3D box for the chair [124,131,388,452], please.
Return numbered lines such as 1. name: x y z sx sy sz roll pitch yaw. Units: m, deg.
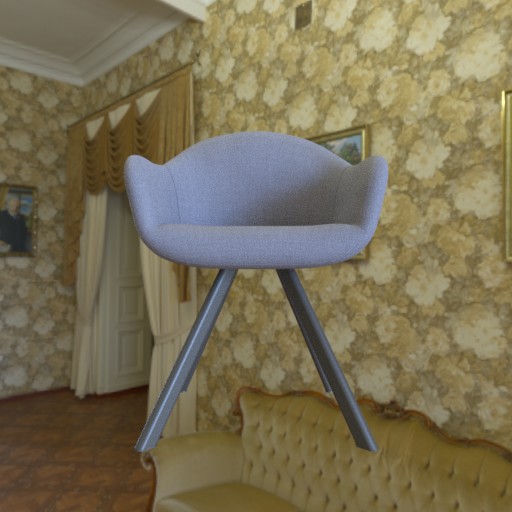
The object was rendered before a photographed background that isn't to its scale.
1. chair: 0.000 0.000 1.170 0.590 0.795 0.550 0 -1 0
